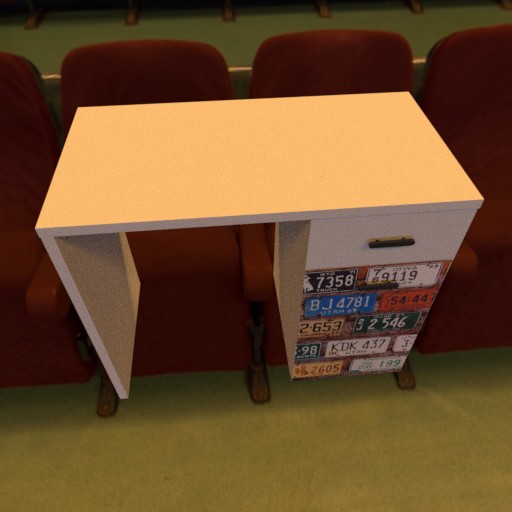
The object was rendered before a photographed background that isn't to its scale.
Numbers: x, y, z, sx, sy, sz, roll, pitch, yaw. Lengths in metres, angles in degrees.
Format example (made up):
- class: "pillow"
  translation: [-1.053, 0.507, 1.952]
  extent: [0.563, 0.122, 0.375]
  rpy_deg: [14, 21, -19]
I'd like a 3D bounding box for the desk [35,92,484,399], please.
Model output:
- class: "desk"
  translation: [0.000, 0.000, 1.302]
  extent: [0.898, 0.730, 0.482]
  rpy_deg: [-4, 47, -4]
